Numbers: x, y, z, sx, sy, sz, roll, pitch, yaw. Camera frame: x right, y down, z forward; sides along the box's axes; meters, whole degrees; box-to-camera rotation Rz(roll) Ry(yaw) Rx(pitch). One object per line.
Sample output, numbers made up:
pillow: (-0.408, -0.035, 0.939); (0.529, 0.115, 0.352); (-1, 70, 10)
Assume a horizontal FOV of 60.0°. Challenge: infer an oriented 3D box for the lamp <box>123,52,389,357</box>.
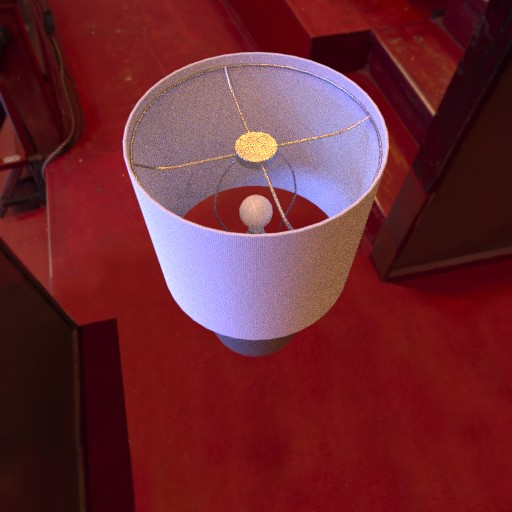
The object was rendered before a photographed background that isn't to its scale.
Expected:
lamp: (0.000, 0.000, 0.501); (0.207, 0.366, 0.207); (-14, 58, -9)
